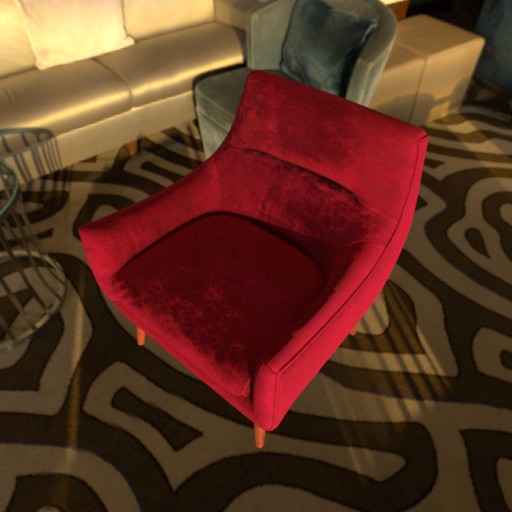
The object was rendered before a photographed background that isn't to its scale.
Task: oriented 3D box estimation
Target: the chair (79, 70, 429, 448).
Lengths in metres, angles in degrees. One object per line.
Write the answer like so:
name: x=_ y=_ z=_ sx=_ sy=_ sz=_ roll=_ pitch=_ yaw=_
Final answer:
chair: x=0.000 y=0.000 z=1.431 sx=0.762 sy=0.838 sz=0.787 roll=31 pitch=54 yaw=27
